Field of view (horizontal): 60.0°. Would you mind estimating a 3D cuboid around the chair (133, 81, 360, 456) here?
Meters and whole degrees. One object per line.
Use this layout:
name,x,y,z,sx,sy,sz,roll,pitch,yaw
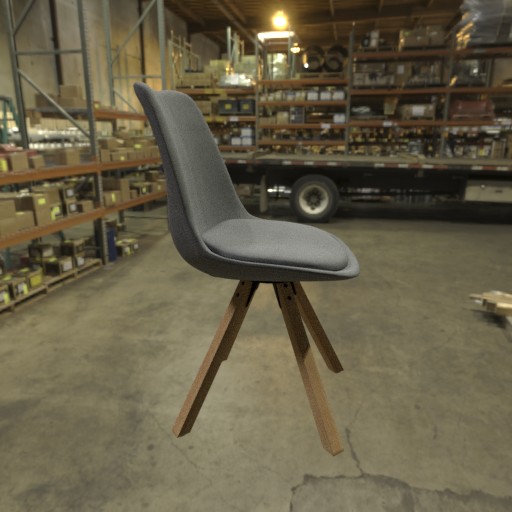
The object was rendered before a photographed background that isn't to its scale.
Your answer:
chair,0.000,0.000,1.190,0.549,0.863,0.474,3,16,11
